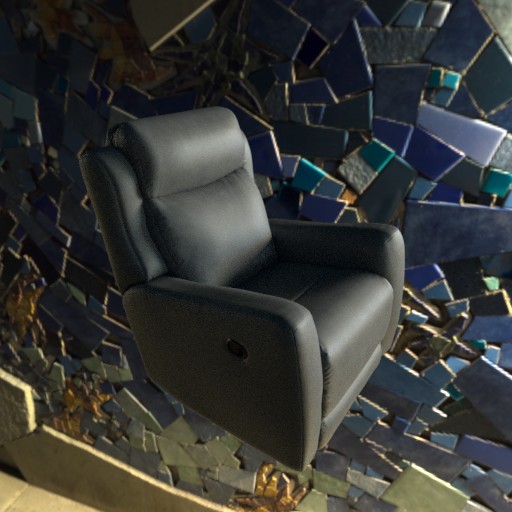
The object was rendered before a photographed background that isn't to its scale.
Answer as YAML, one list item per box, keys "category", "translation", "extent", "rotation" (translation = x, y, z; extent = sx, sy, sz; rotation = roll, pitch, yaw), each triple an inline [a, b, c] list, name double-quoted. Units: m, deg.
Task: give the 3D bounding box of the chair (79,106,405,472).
- category: "chair"
  translation: [0.000, 0.000, 1.906]
  extent: [1.068, 1.116, 0.965]
  rotation: [17, 31, 32]
